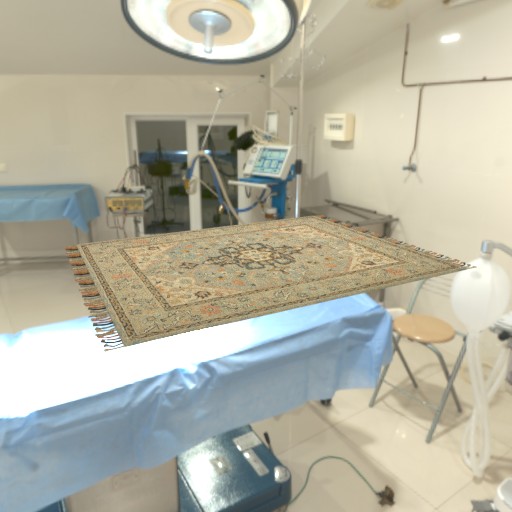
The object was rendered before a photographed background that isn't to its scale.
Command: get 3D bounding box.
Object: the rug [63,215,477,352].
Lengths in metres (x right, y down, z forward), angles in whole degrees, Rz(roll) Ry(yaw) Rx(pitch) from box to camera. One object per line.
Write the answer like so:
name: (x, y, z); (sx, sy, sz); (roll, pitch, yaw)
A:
rug: (0.000, 0.000, 2.275); (1.730, 0.009, 1.278); (-9, 20, -26)
